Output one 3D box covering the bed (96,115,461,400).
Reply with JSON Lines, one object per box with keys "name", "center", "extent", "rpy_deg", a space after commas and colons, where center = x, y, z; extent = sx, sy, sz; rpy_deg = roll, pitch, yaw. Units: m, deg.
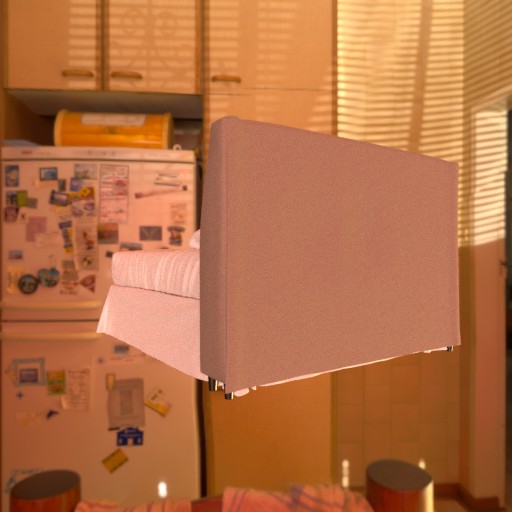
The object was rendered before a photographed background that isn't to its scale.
{"name": "bed", "center": [0.000, 0.000, 3.472], "extent": [1.925, 1.332, 2.276], "rpy_deg": [0, 0, -35]}
